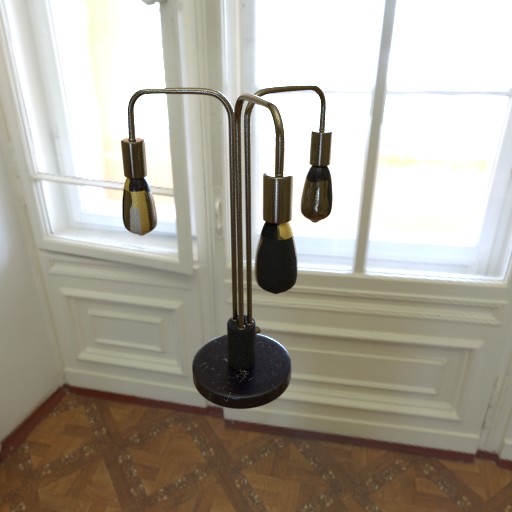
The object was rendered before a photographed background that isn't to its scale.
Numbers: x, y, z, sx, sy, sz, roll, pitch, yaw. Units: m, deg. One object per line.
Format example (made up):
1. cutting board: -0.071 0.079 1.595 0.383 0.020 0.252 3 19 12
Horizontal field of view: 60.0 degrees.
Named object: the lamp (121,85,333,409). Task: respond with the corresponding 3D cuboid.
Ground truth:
1. lamp: 0.000 0.000 0.793 0.368 0.560 0.355 -16 31 -30
